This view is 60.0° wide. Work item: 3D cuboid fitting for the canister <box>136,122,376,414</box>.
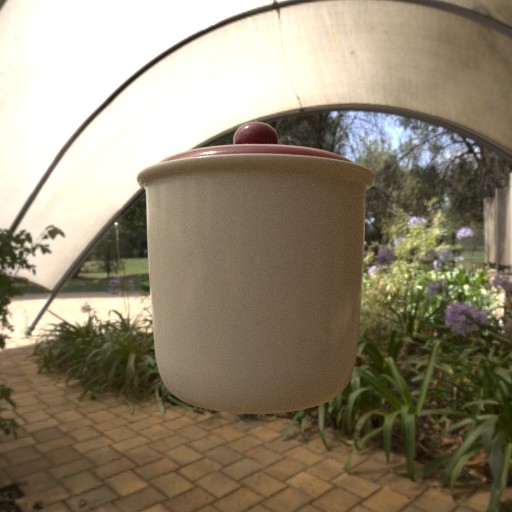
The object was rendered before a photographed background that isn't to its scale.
[{"bbox_3d":[0.000,0.000,0.348,0.182,0.208,0.182,0,-1,0],"label":"canister"}]
